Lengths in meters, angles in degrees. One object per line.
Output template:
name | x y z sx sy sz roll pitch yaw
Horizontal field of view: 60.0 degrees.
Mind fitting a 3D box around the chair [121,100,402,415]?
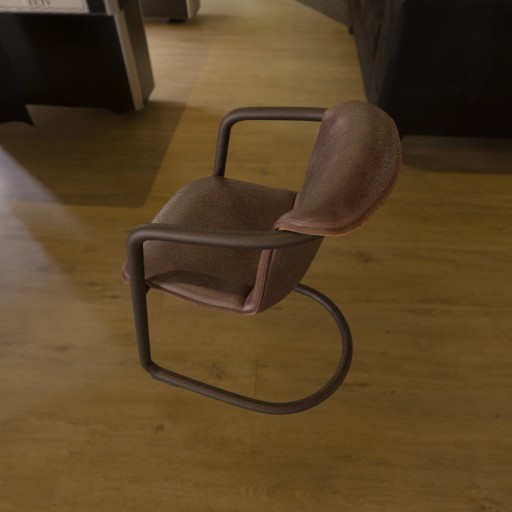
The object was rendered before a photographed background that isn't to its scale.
chair | 0.000 0.000 1.243 0.664 0.836 0.536 15 49 14
